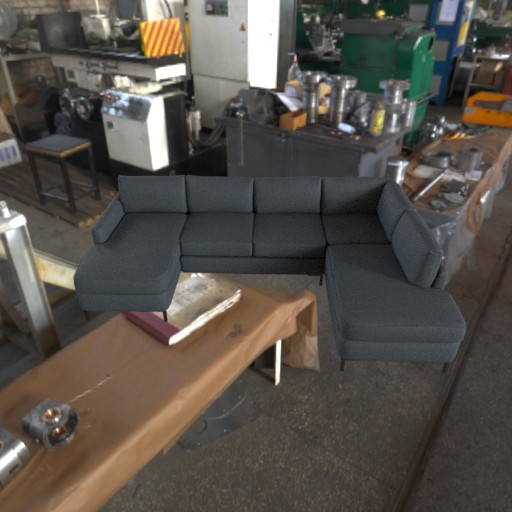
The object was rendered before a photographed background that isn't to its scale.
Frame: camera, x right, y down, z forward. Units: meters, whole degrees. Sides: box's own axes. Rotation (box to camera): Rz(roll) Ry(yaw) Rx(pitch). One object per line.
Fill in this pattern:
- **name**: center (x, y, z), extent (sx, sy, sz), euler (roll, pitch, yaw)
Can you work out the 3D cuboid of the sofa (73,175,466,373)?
- **sofa**: center (0.000, 0.000, 3.894), extent (2.975, 0.858, 1.984), euler (1, 31, 1)
